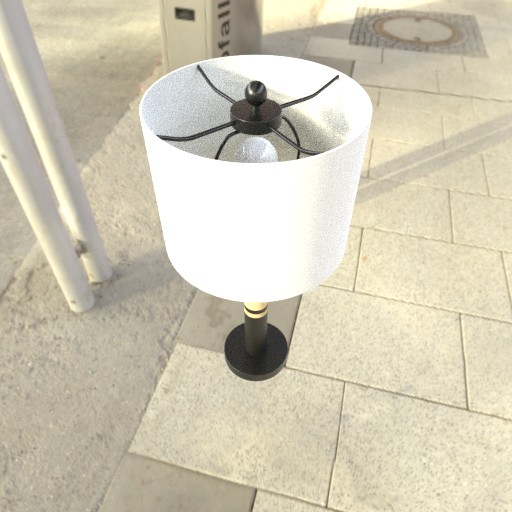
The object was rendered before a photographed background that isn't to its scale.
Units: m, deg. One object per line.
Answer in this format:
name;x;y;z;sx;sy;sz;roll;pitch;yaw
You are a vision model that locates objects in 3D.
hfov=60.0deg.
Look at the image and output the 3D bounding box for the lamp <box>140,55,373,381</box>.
lamp;0.000;0.000;0.799;0.305;0.640;0.305;9;46;9
